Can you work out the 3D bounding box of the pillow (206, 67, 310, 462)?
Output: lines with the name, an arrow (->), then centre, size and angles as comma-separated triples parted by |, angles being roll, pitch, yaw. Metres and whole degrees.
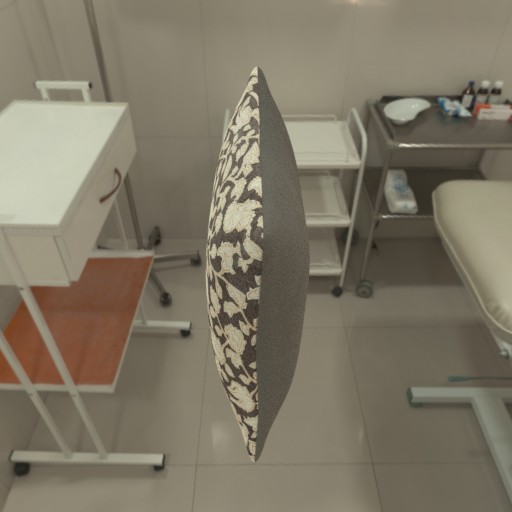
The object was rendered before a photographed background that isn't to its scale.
pillow -> 0.000, 0.000, 0.810 | 0.166, 0.507, 0.526 | 0, 41, 0
